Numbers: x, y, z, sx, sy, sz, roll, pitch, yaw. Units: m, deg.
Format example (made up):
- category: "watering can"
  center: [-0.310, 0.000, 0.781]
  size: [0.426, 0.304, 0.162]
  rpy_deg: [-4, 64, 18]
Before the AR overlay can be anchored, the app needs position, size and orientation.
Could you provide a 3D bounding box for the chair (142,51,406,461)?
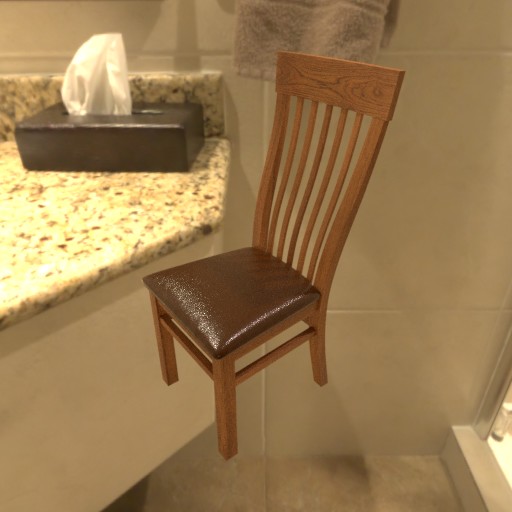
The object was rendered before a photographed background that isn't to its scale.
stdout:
- category: "chair"
  center: [0.000, 0.000, 1.337]
  size: [0.580, 1.050, 0.450]
  rpy_deg: [-22, 38, -31]
